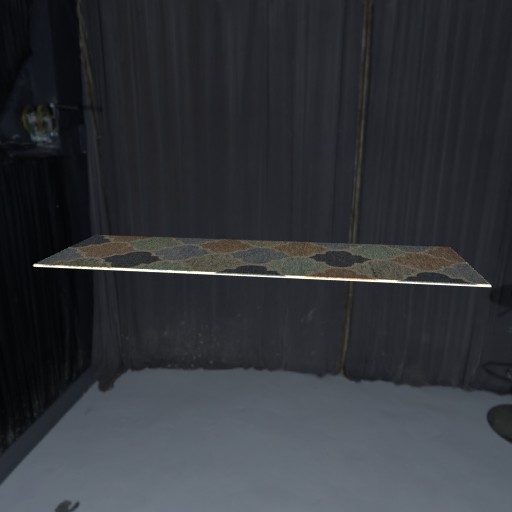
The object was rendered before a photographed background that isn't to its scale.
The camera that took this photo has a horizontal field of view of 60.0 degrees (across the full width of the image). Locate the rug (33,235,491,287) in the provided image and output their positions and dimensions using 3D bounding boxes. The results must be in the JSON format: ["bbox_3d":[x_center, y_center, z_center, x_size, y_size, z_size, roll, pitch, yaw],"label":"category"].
[{"bbox_3d":[0.000,0.000,2.520,2.287,0.011,0.687,2,16,8],"label":"rug"}]
